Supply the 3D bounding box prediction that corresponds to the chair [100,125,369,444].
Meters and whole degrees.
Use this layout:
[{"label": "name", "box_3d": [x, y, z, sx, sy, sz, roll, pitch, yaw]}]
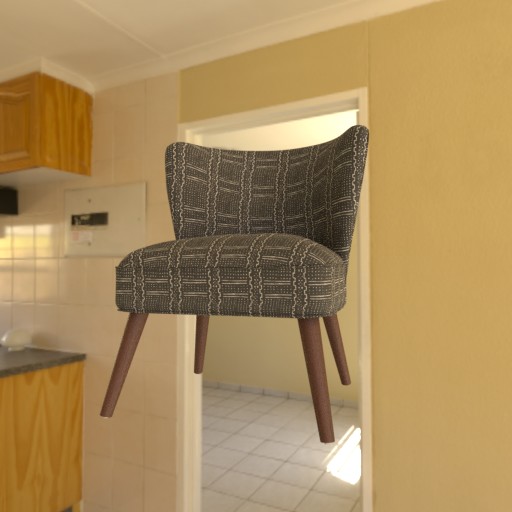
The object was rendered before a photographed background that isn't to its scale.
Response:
[{"label": "chair", "box_3d": [0.000, 0.000, 1.430, 0.710, 0.866, 0.758, -1, -2, 18]}]
